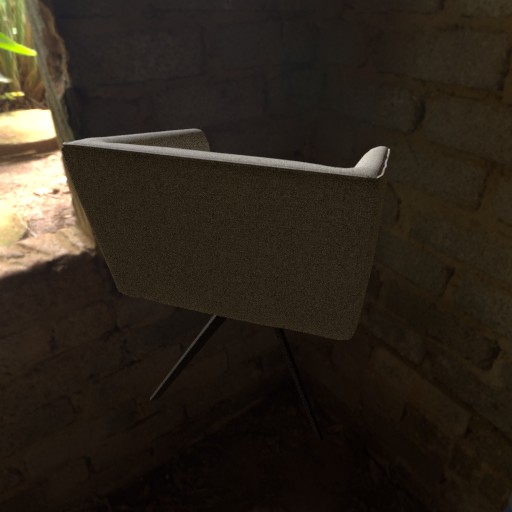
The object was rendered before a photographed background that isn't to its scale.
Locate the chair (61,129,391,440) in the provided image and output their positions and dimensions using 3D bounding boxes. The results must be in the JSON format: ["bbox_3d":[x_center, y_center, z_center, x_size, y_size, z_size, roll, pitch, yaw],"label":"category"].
[{"bbox_3d":[0.000,0.000,1.225,0.628,0.760,0.623,10,33,15],"label":"chair"}]
